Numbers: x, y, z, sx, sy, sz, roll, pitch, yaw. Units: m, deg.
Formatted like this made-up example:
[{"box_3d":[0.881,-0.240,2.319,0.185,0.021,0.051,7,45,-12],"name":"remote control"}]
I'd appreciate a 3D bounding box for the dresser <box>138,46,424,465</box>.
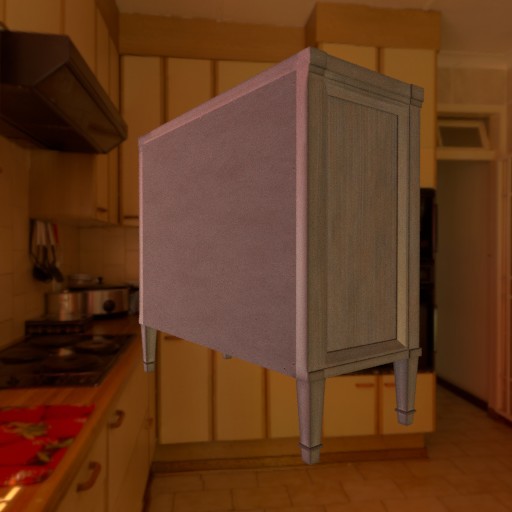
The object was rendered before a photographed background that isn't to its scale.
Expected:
[{"box_3d":[0.000,0.000,1.589,0.463,0.986,1.049,-1,1,-36],"name":"dresser"}]
